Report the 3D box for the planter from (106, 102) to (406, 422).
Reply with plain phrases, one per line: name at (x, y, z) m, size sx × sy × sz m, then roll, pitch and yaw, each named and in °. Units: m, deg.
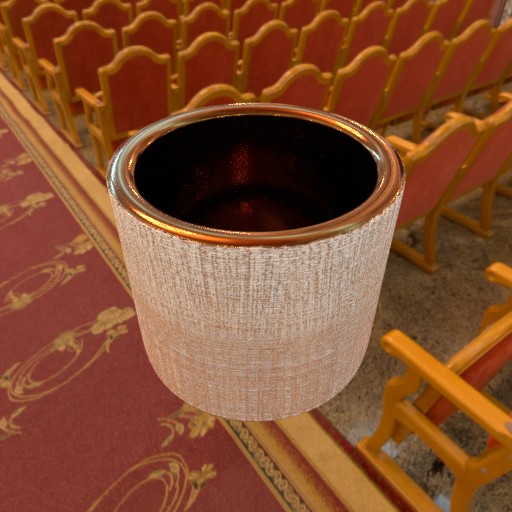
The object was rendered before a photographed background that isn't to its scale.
planter at (0.000, 0.000, 0.315) m, size 0.177 × 0.157 × 0.177 m, roll 0°, pitch 40°, yaw 0°
